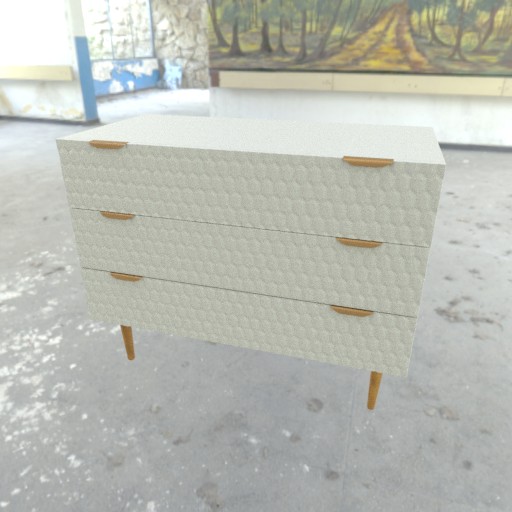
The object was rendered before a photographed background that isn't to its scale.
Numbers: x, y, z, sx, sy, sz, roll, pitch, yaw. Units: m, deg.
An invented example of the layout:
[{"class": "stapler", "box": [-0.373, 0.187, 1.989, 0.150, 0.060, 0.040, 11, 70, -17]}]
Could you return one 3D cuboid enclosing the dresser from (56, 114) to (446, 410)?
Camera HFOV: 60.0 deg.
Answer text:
[{"class": "dresser", "box": [0.000, 0.000, 1.327, 0.905, 0.721, 0.457, 7, 27, 15]}]
